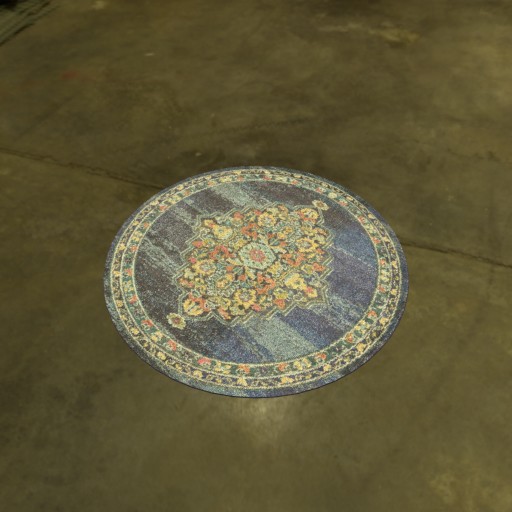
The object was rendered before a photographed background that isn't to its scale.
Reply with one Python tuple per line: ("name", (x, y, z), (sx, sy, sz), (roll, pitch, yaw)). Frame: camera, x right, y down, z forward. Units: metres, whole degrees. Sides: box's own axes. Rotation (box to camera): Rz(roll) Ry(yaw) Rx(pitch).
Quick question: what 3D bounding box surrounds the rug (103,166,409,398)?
("rug", (0.000, 0.000, 2.367), (1.591, 0.010, 1.591), (0, 48, 0))
